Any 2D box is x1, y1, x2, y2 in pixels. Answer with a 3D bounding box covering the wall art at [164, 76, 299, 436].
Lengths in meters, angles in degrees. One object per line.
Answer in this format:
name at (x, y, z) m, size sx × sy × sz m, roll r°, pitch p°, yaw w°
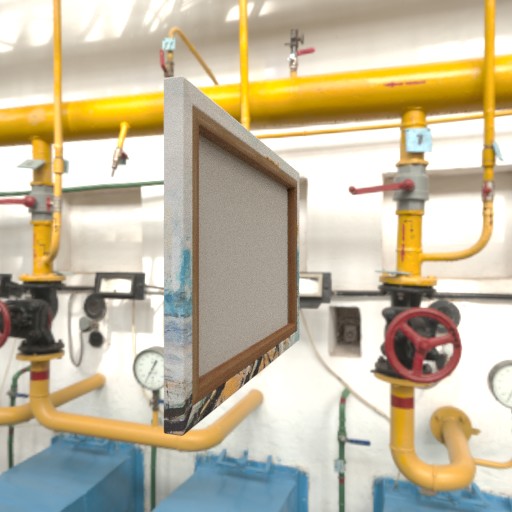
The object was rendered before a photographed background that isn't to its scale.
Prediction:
wall art at (0.000, 0.000, 1.185) m, size 0.038 × 0.609 × 0.913 m, roll 0°, pitch 0°, yaw 18°
